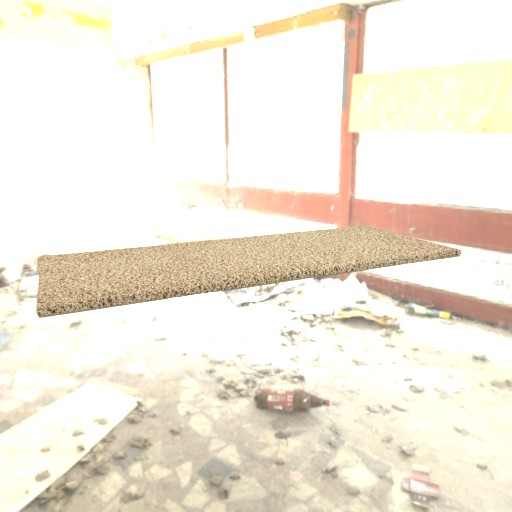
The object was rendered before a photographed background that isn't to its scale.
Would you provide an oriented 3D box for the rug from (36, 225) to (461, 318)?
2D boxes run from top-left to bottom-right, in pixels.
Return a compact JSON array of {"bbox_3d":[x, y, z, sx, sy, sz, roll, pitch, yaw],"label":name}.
[{"bbox_3d":[0.000,0.000,1.708,1.524,0.030,0.609,-7,16,-24],"label":"rug"}]
